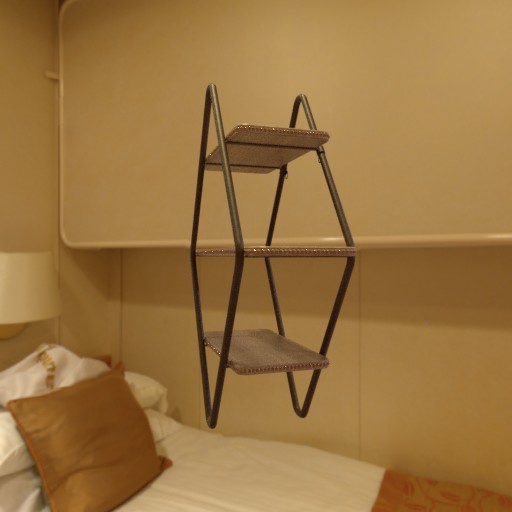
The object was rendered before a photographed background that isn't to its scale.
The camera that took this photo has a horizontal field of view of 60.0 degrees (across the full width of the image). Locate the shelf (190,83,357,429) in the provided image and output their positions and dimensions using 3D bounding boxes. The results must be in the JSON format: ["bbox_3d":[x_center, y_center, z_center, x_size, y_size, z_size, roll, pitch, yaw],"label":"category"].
[{"bbox_3d":[0.000,0.000,1.042,0.234,0.774,0.609,0,0,-18],"label":"shelf"}]
